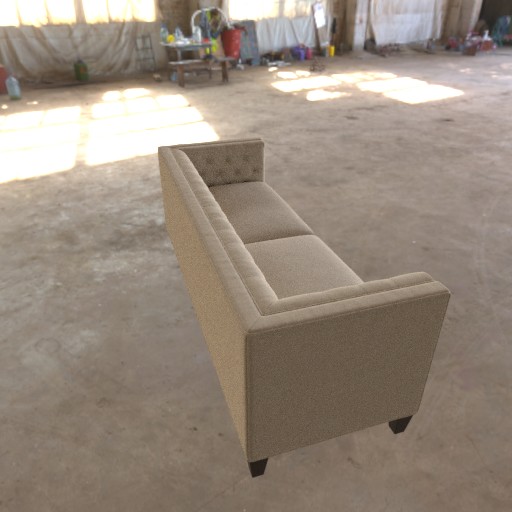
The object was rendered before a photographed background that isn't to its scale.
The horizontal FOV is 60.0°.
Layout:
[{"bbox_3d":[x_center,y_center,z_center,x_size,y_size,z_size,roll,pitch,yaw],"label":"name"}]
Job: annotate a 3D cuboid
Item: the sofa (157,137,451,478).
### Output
[{"bbox_3d":[0.000,0.000,2.542,0.775,0.762,2.159,-9,31,-16],"label":"sofa"}]
